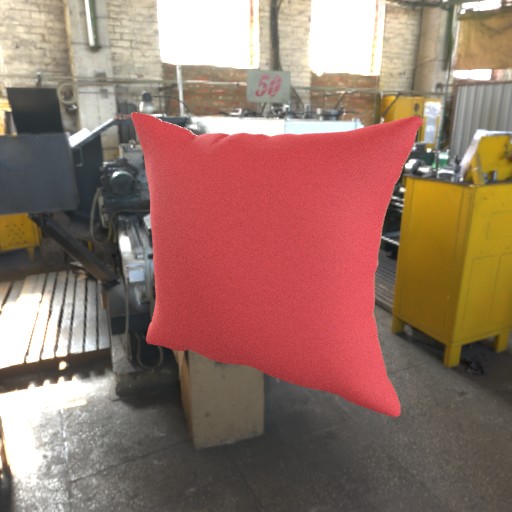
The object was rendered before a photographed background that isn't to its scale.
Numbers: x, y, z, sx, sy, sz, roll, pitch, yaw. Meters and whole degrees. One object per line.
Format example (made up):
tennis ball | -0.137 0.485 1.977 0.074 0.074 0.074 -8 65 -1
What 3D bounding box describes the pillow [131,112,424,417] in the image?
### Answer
pillow | 0.000 0.000 0.811 0.559 0.501 0.229 9 20 26
